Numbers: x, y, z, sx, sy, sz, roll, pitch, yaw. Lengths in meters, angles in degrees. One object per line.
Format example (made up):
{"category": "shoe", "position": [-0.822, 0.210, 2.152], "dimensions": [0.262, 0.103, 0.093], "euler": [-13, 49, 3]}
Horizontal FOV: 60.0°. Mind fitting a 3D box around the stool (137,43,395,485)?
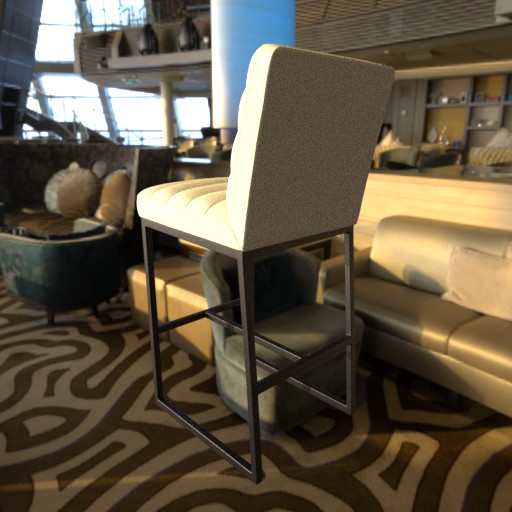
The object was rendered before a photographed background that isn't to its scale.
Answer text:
{"category": "stool", "position": [0.000, 0.000, 1.299], "dimensions": [0.460, 1.040, 0.560], "euler": [-15, 21, -42]}
